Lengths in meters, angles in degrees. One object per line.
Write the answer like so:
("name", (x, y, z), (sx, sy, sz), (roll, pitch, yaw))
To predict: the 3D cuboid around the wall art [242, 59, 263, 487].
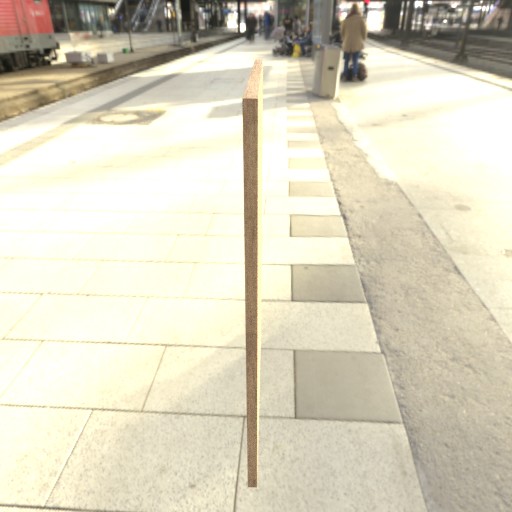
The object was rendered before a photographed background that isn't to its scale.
("wall art", (0.000, 0.000, 0.893), (0.018, 0.686, 0.534), (1, 28, 1))
